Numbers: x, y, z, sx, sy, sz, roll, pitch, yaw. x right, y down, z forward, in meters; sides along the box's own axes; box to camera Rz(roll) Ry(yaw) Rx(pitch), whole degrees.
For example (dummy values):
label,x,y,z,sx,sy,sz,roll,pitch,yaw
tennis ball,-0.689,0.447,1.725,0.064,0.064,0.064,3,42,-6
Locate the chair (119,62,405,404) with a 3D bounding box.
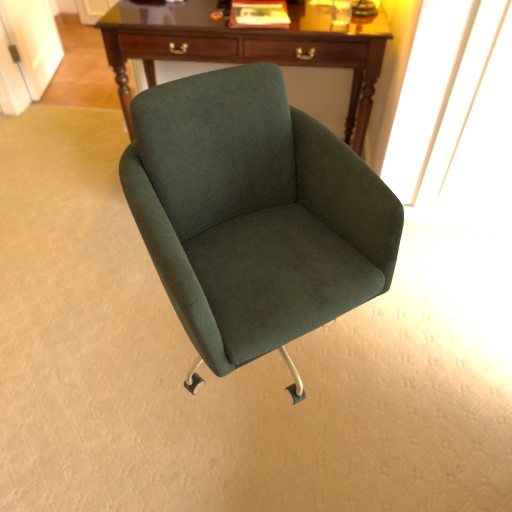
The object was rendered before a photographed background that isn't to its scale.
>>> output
label,x,y,z,sx,sy,sz,roll,pitch,yaw
chair,0.000,0.000,1.341,0.641,0.908,0.635,-22,49,-21
